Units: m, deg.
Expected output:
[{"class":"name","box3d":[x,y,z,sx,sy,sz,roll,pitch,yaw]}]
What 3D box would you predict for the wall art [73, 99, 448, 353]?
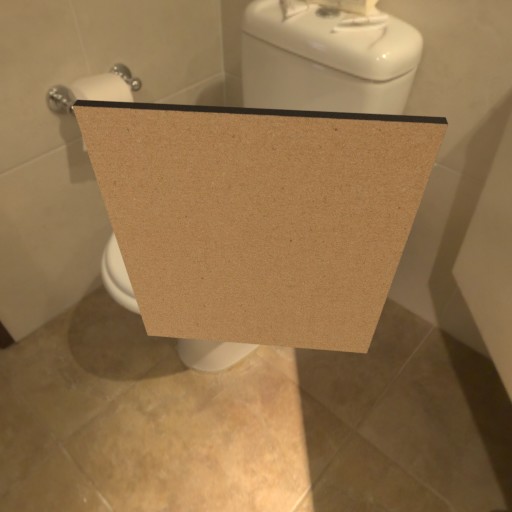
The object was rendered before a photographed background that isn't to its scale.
[{"class":"wall art","box3d":[0.000,0.000,1.214,0.755,0.863,0.028,4,47,4]}]
